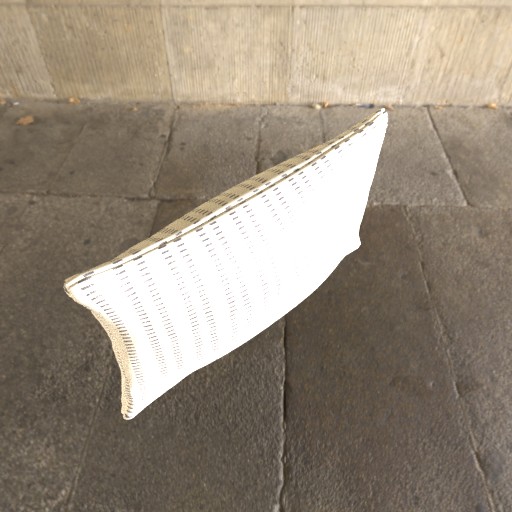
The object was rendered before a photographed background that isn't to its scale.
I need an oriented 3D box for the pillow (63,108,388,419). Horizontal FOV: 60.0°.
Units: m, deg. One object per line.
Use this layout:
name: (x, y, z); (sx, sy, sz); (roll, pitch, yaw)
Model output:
pillow: (0.000, 0.000, 0.796); (0.640, 0.353, 0.210); (-33, 55, -28)
